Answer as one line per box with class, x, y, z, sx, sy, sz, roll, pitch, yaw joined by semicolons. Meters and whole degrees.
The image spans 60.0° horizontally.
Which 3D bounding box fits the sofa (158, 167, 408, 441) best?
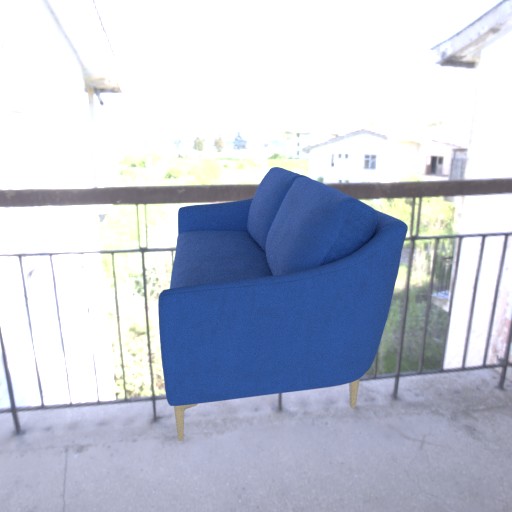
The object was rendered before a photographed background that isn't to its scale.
sofa;0.000;0.000;2.536;0.960;0.903;2.036;-2;15;-8
